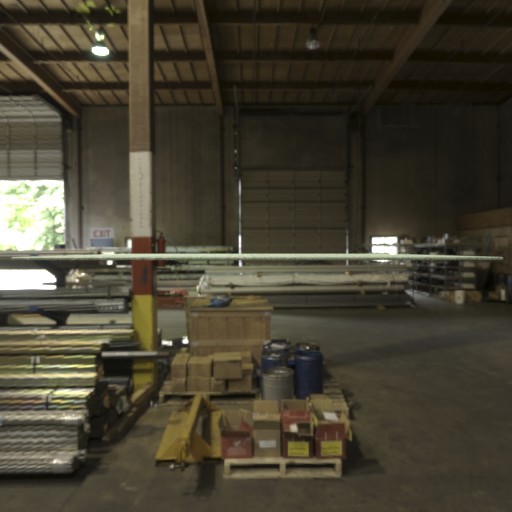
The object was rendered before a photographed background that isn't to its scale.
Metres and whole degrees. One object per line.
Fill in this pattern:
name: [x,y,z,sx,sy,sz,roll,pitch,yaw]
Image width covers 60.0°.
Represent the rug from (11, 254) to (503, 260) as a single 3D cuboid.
rug: [0.000,0.000,3.942,3.039,0.019,2.420,0,1,-1]
